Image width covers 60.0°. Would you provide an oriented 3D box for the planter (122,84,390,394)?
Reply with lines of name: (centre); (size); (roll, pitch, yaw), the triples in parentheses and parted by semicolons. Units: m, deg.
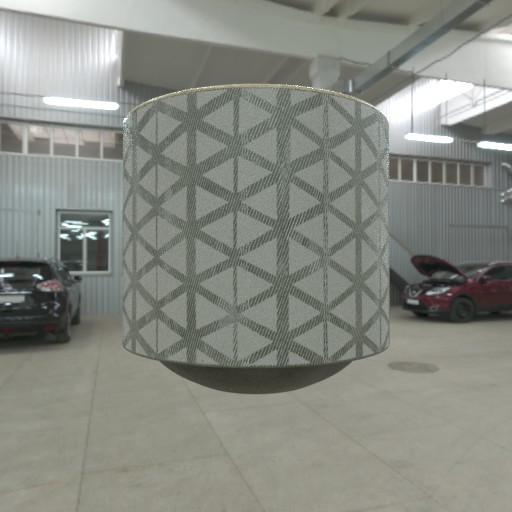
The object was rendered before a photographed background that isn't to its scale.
planter: (0.000, 0.000, 0.434); (0.250, 0.239, 0.250); (0, -1, 0)
